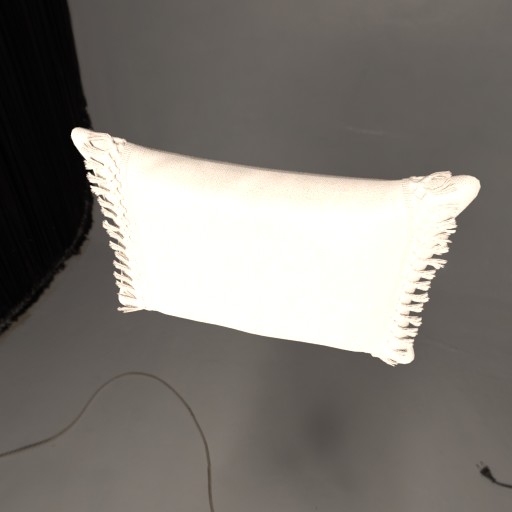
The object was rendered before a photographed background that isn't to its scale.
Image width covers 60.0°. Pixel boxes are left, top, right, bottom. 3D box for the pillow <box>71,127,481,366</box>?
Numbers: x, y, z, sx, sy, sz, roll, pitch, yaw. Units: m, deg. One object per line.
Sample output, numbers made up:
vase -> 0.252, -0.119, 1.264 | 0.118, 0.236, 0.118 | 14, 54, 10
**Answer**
pillow -> 0.000, 0.000, 0.582 | 0.466, 0.305, 0.084 | 10, 41, 12
